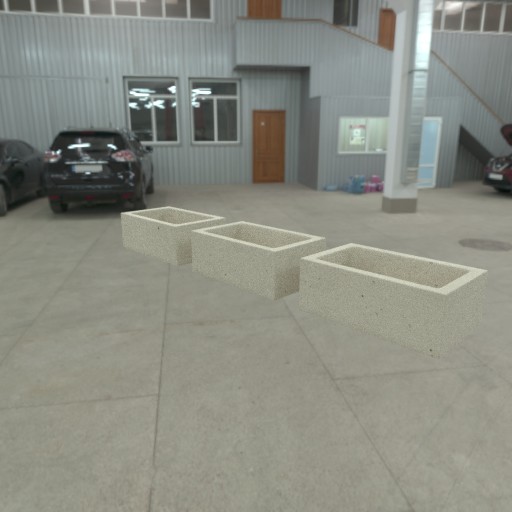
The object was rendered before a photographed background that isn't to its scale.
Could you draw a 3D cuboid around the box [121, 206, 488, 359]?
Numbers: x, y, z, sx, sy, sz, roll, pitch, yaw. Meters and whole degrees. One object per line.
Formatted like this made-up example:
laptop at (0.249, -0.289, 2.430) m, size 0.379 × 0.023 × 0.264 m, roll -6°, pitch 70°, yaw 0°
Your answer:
box at (0.000, 0.000, 0.502) m, size 0.082 × 0.051 × 0.461 m, roll -15°, pitch 21°, yaw -43°
